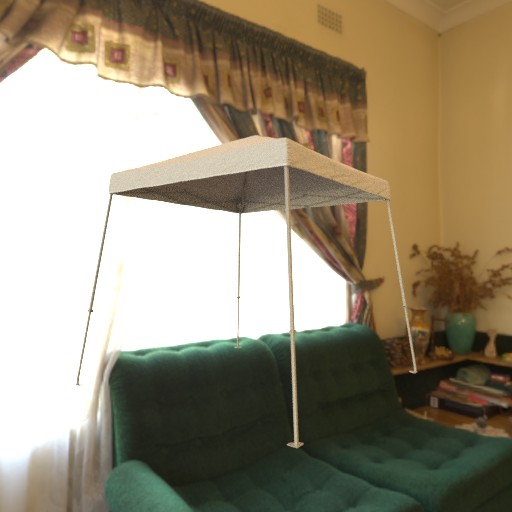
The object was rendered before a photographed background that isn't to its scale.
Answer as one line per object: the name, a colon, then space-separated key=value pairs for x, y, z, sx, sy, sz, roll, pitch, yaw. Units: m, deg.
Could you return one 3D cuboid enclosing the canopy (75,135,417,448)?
canopy: x=0.000 y=0.000 z=6.575 sx=3.600 sy=3.600 sz=3.599 roll=-1 pitch=-2 yaw=37
